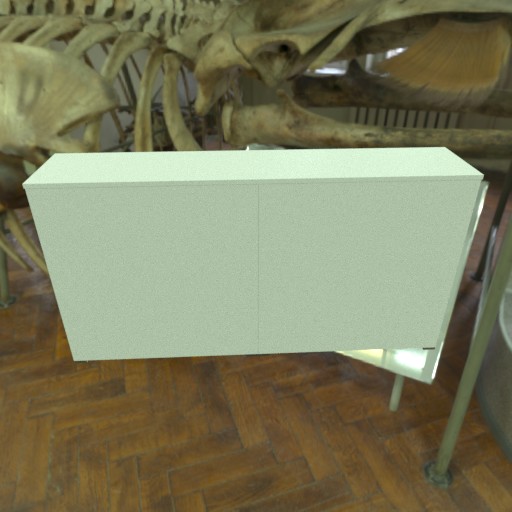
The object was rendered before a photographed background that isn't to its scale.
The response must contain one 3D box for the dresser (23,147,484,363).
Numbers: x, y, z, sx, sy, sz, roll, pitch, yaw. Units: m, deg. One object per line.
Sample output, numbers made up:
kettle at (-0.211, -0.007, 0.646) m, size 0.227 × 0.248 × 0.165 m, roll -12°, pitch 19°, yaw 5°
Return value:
dresser at (0.000, 0.000, 1.817) m, size 1.535 × 0.790 × 0.333 m, roll -2°, pitch 31°, yaw -3°
